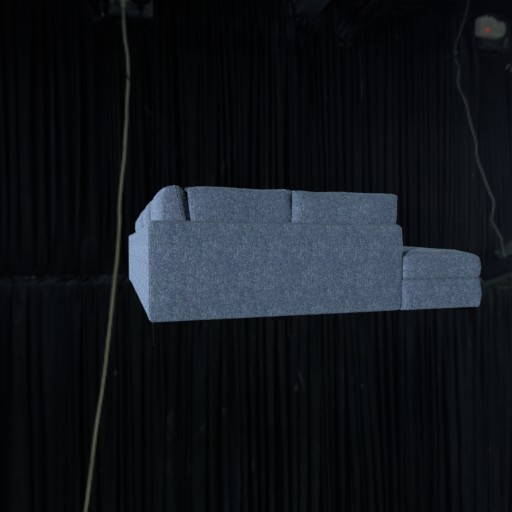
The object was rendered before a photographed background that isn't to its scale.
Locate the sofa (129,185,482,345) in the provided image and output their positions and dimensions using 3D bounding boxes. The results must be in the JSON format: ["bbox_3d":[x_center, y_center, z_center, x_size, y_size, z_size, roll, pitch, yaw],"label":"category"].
[{"bbox_3d":[0.000,0.000,3.549,1.879,0.756,2.737,0,1,-18],"label":"sofa"}]
